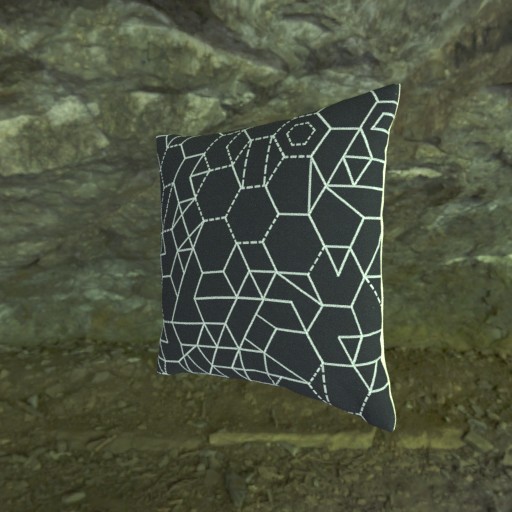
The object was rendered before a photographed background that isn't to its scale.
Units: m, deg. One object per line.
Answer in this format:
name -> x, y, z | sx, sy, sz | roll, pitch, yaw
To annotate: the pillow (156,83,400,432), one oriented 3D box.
pillow -> 0.000, 0.000, 0.795 | 0.517, 0.508, 0.158 | 0, 1, 36
